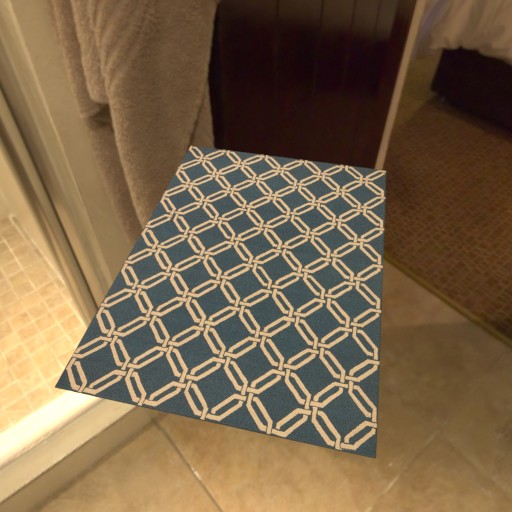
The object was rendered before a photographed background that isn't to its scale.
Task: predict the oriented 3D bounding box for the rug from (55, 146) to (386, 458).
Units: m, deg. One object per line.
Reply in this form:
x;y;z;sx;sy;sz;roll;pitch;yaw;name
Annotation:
0.000;0.000;4.327;2.432;0.018;3.342;9;48;8;rug
